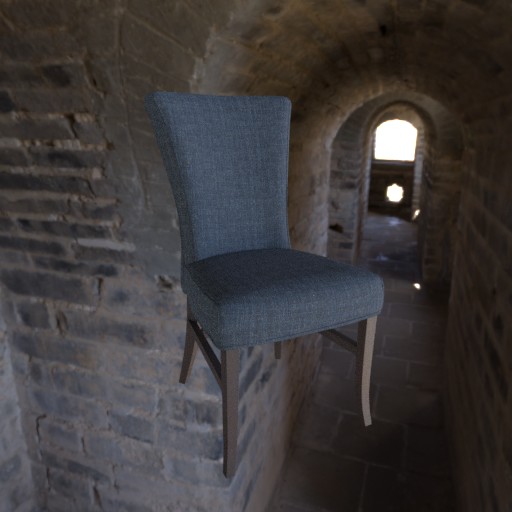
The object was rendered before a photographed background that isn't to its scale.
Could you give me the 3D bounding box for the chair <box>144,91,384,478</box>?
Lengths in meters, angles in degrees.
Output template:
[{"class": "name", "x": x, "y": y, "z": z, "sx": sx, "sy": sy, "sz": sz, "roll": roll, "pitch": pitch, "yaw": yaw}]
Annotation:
[{"class": "chair", "x": 0.000, "y": 0.000, "z": 1.393, "sx": 0.520, "sy": 0.991, "sz": 0.660, "roll": -8, "pitch": 18, "yaw": -26}]
